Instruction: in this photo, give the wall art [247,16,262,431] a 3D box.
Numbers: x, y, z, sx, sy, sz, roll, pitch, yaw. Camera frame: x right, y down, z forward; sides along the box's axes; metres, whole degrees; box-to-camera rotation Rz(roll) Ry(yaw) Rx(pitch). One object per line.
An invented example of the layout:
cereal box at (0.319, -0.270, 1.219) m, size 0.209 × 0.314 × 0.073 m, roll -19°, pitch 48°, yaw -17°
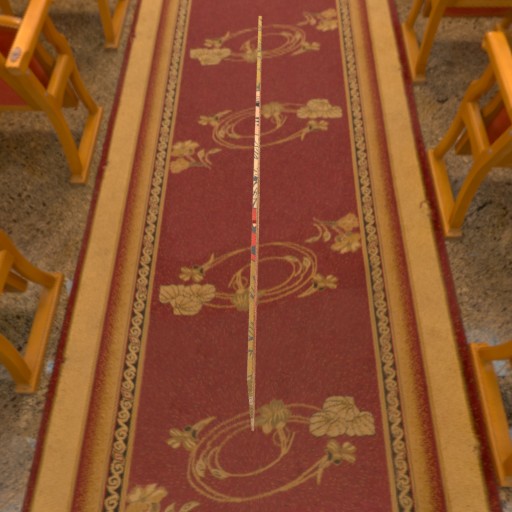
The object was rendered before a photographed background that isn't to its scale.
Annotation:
wall art at (0.000, 0.000, 2.236) m, size 0.013 × 1.534 × 1.519 m, roll 1°, pitch 64°, yaw 1°
